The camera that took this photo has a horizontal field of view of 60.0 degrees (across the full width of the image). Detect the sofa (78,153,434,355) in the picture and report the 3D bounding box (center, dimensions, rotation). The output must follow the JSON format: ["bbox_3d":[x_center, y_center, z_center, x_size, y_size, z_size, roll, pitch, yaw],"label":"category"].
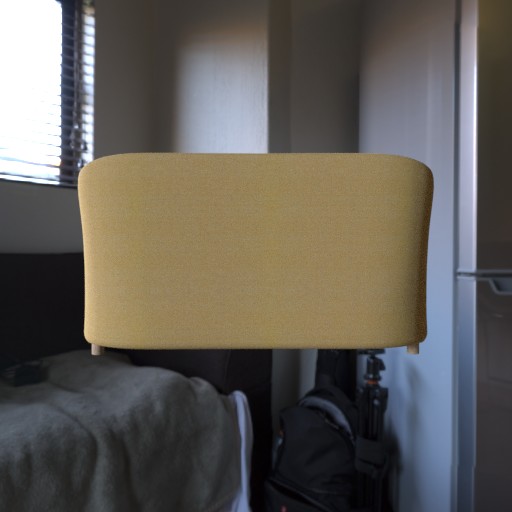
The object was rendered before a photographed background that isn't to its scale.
[{"bbox_3d":[0.000,0.000,1.849,1.452,0.721,0.705,0,1,0],"label":"sofa"}]
